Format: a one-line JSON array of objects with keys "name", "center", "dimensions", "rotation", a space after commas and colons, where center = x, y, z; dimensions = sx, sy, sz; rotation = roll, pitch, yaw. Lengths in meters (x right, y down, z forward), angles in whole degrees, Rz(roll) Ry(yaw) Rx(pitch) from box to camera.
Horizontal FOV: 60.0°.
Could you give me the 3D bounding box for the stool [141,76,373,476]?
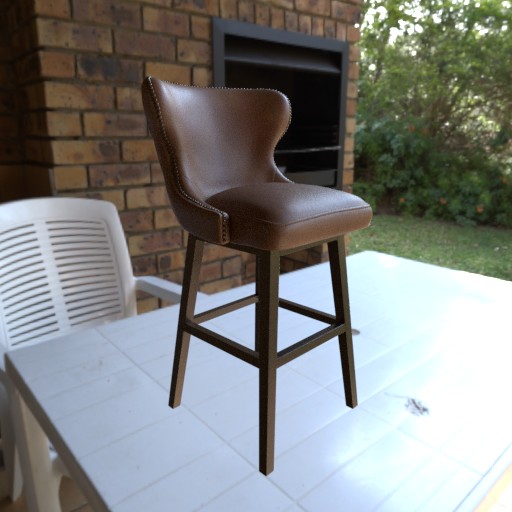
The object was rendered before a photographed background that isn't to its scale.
[{"name": "stool", "center": [0.000, 0.000, 1.449], "dimensions": [0.606, 1.087, 0.591], "rotation": [15, 21, 42]}]
